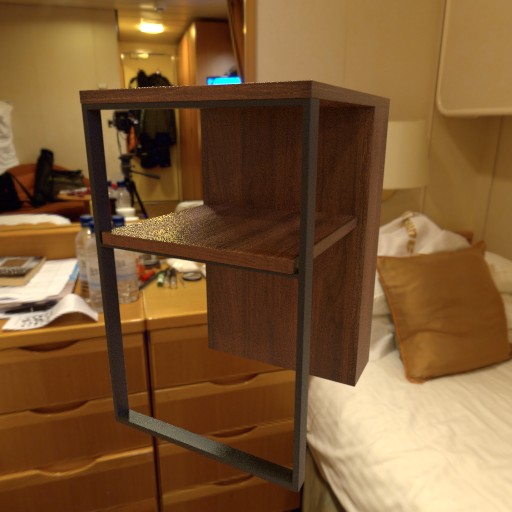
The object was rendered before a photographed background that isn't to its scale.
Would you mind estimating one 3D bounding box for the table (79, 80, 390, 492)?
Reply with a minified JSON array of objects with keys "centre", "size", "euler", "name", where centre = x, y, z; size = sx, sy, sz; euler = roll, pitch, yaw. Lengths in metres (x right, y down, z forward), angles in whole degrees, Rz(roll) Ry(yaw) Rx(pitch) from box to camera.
[{"centre":[0.000,0.000,1.523],"size":[0.660,1.041,0.786],"euler":[8,19,26],"name":"table"}]
